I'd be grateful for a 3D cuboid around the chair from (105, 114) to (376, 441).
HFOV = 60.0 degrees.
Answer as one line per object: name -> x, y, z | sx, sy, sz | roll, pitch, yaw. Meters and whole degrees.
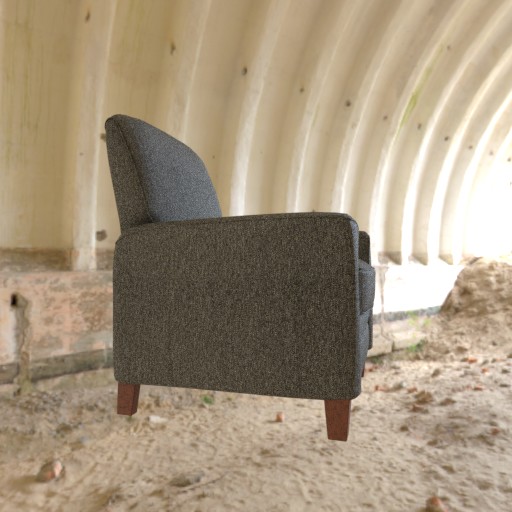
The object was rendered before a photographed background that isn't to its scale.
chair -> 0.000, 0.000, 1.665 | 0.864, 1.014, 0.848 | 0, -1, 17
